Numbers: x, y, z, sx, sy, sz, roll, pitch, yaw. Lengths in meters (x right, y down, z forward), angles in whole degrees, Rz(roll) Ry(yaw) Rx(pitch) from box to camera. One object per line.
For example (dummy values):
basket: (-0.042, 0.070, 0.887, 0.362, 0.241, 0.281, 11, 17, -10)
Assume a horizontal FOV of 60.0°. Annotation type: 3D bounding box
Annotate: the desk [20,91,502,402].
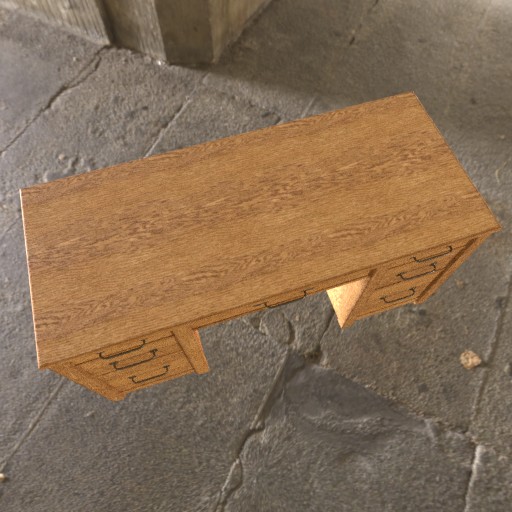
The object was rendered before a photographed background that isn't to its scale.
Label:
desk: (0.000, 0.000, 1.892, 1.567, 0.751, 0.685, -16, 65, -8)
